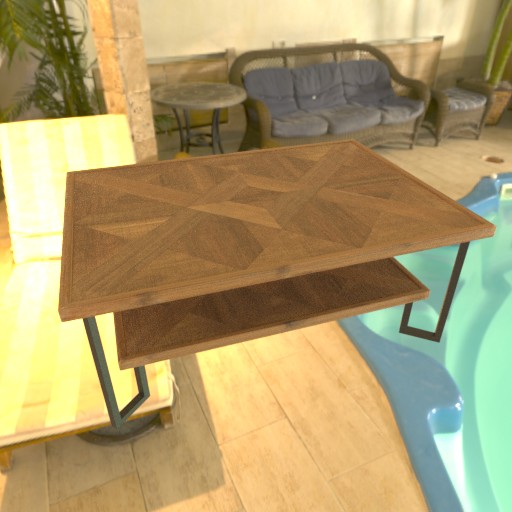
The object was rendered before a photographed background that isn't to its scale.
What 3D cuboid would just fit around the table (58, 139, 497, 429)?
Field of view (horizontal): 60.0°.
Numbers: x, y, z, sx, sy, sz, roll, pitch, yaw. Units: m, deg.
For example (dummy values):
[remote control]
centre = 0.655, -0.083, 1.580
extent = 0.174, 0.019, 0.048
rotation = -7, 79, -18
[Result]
[table]
centre = 0.000, 0.000, 1.645
extent = 1.238, 0.492, 0.877
rotation = -10, 34, -16
